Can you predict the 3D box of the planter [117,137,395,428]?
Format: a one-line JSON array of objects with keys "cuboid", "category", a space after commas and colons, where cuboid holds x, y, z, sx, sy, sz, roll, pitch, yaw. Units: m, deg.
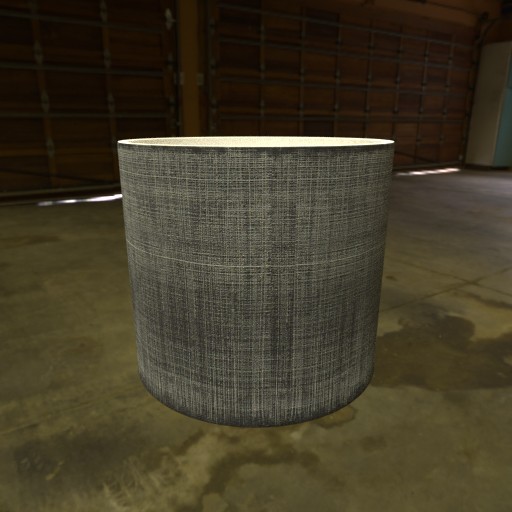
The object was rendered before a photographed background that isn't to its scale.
[{"cuboid": [0.000, 0.000, 0.397, 0.221, 0.201, 0.221, 0, 16, 0], "category": "planter"}]
